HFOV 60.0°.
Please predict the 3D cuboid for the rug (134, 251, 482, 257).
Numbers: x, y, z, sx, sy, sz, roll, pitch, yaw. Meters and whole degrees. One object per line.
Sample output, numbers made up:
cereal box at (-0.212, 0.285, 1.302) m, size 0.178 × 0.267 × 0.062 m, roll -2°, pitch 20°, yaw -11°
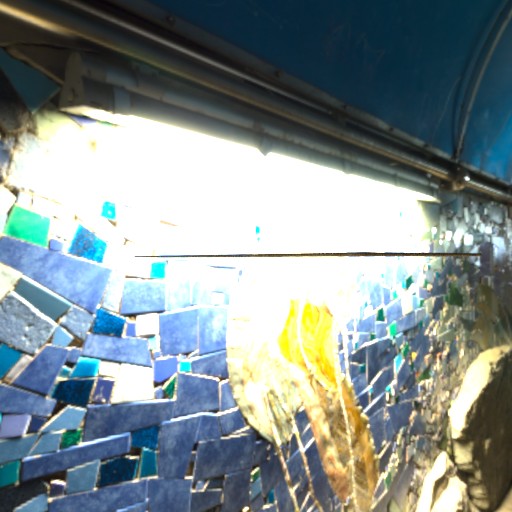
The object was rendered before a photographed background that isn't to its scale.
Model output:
rug at (0.000, 0.000, 2.563) m, size 0.691 × 0.013 × 2.289 m, roll 0°, pitch 0°, yaw -33°
